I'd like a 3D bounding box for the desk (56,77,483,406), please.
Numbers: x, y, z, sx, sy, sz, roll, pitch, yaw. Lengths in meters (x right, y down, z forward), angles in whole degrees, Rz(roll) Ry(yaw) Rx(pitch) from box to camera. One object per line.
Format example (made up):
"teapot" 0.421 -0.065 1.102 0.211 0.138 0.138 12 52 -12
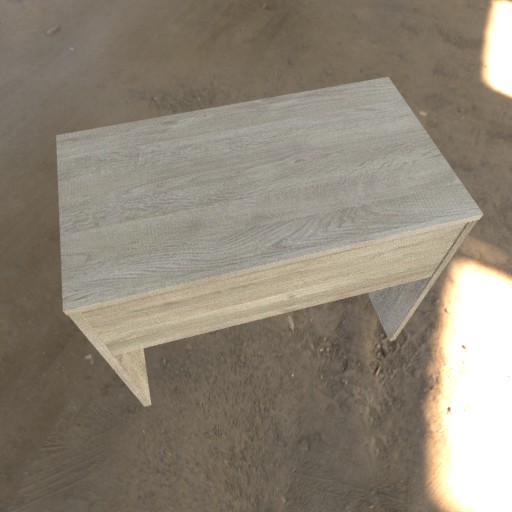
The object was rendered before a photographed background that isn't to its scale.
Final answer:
"desk" 0.000 0.000 1.337 0.893 0.724 0.498 -13 58 -8
